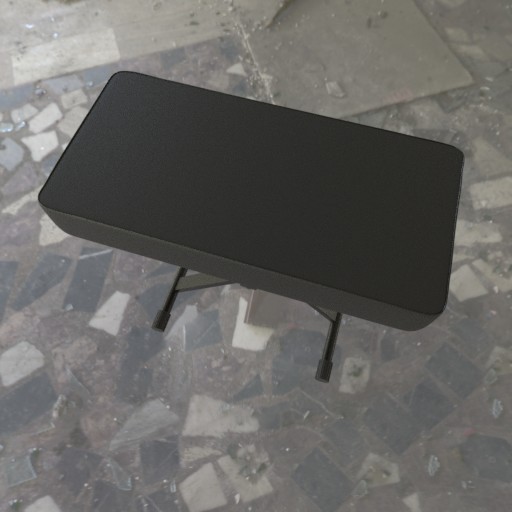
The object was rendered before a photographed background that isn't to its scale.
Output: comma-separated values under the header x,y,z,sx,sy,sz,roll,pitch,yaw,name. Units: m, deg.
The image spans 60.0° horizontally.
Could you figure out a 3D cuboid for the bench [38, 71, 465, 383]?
x,y,z,sx,sy,sz,roll,pitch,yaw,name
0.000,0.000,0.921,0.600,0.561,0.300,15,65,7,bench
